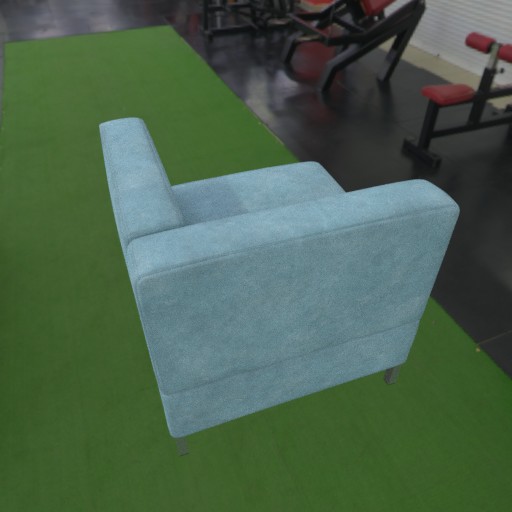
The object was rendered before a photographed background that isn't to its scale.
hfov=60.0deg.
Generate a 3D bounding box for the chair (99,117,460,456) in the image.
[{"bbox_3d":[0.000,0.000,1.249,0.691,0.660,0.684,-13,43,-15],"label":"chair"}]
